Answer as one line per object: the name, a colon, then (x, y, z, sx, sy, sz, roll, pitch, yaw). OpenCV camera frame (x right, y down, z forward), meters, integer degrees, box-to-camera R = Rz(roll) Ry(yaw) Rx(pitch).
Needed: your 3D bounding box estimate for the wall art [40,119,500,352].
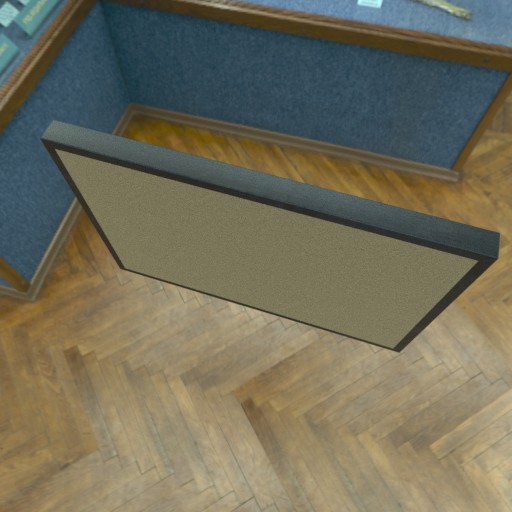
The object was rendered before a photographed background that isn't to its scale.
wall art: (0.000, 0.000, 0.751, 0.610, 0.409, 0.038, 16, 63, 8)
